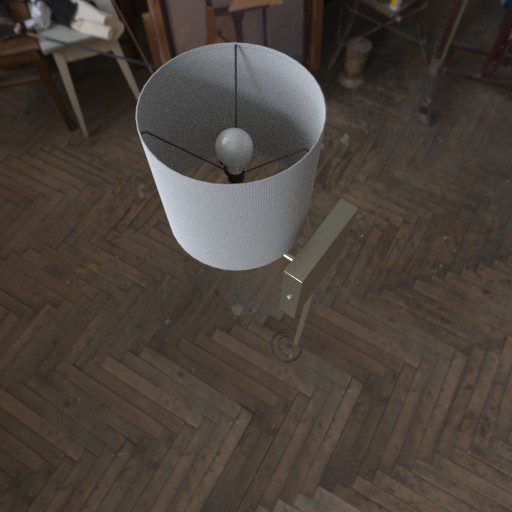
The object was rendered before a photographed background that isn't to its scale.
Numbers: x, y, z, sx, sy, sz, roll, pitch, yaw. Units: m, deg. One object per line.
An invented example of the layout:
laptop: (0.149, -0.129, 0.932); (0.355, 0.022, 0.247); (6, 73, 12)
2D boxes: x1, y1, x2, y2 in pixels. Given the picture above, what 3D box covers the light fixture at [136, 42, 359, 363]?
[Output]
light fixture: (0.000, 0.000, 0.693); (0.248, 0.589, 0.188); (33, 68, 15)
